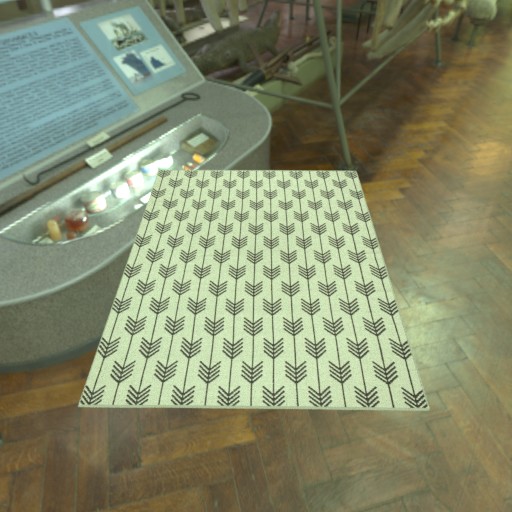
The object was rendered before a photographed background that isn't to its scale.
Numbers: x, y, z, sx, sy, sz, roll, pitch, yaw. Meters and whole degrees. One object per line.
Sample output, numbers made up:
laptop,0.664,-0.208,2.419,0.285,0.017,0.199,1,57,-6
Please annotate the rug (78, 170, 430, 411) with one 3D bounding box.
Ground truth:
rug,0.000,0.000,4.075,2.330,0.010,3.061,0,41,0
